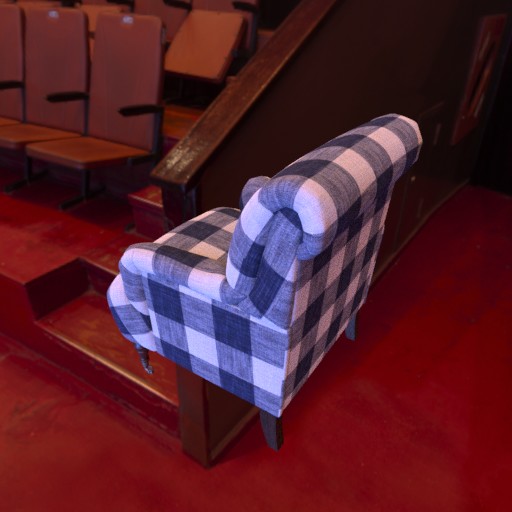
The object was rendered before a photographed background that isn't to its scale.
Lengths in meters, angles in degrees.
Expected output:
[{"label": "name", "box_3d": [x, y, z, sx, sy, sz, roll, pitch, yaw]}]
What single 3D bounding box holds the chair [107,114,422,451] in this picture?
[{"label": "chair", "box_3d": [0.000, 0.000, 1.597, 0.848, 0.953, 0.781, 19, 36, 28]}]
